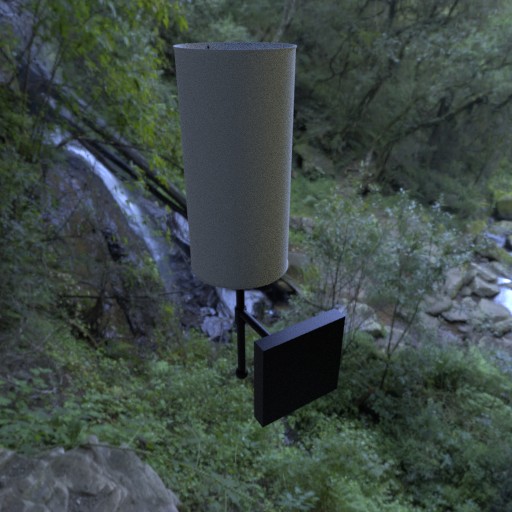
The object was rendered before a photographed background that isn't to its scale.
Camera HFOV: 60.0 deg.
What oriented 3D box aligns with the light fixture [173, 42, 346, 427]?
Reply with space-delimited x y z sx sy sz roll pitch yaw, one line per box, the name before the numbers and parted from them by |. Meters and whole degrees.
light fixture | 0.000 0.000 0.541 0.128 0.462 0.208 -17 33 -28
